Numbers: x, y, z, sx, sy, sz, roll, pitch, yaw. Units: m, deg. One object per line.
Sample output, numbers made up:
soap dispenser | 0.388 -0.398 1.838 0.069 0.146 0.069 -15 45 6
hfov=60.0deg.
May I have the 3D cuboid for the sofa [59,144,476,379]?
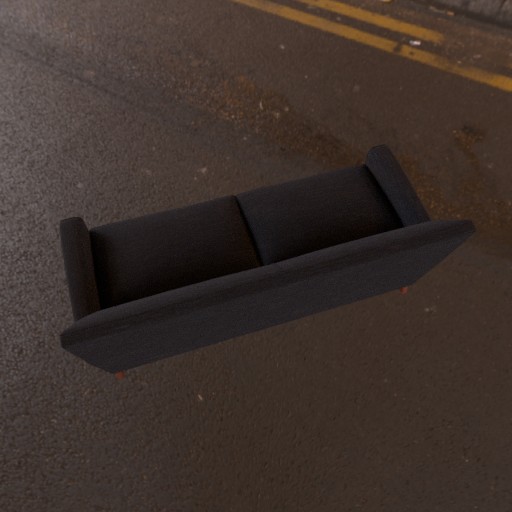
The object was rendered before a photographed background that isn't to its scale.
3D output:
sofa | 0.000 0.000 2.484 1.976 0.846 0.875 -15 58 -10
